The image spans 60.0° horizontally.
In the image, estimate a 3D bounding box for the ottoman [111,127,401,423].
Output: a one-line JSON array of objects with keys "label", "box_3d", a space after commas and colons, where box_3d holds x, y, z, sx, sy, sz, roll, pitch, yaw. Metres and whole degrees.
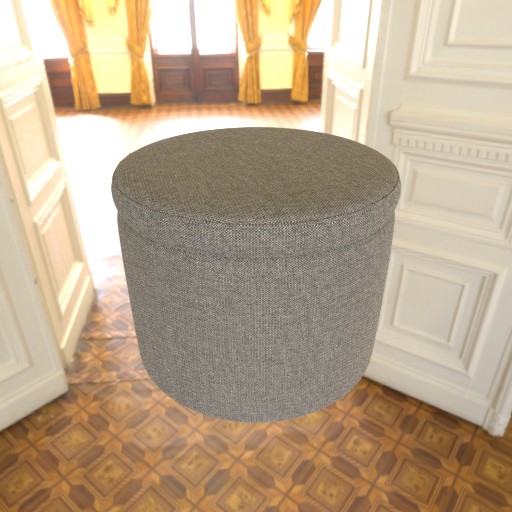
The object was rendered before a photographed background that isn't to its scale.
[{"label": "ottoman", "box_3d": [0.000, 0.000, 0.910, 0.520, 0.430, 0.520, 0, 30, 0]}]
